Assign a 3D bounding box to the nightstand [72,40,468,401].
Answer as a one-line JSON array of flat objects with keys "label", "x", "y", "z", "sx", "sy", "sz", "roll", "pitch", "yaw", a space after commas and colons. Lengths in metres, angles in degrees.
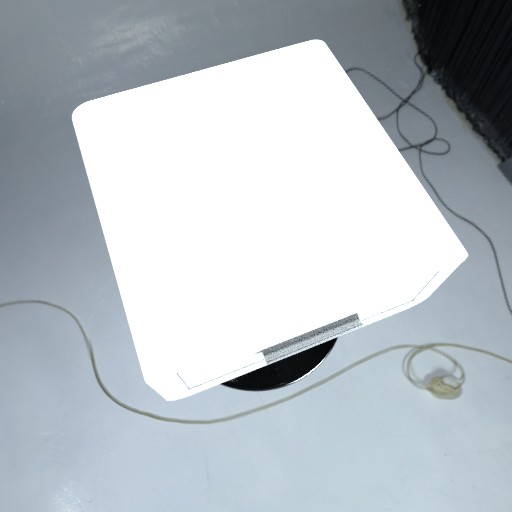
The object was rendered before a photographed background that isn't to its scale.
[{"label": "nightstand", "x": 0.000, "y": 0.000, "z": 0.752, "sx": 0.399, "sy": 0.447, "sz": 0.404, "roll": -20, "pitch": 65, "yaw": -9}]
